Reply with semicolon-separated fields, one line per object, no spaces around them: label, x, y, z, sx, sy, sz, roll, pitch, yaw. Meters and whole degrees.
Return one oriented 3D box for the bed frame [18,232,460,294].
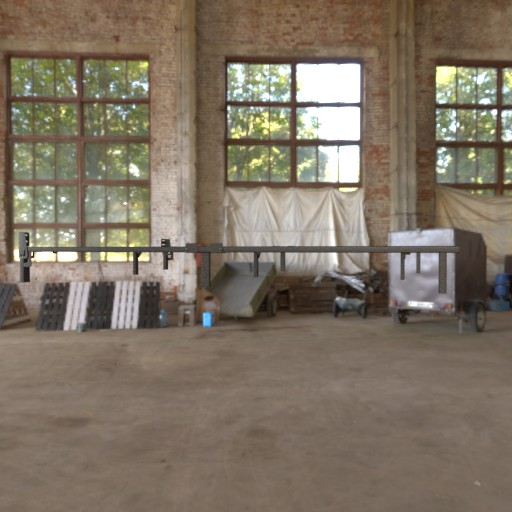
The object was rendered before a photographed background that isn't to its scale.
bed frame;0.000;0.000;2.604;1.990;0.248;1.498;0;1;17
